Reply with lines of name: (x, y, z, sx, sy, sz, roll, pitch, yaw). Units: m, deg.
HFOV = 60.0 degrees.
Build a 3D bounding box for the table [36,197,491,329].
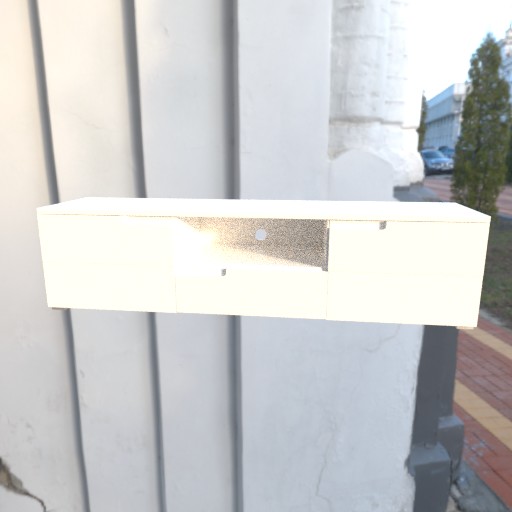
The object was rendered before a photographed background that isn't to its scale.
table: (0.000, 0.000, 1.837, 1.650, 0.420, 0.390, 2, 14, 7)
